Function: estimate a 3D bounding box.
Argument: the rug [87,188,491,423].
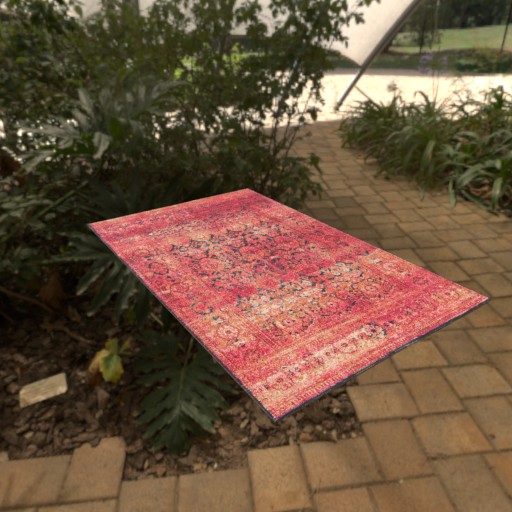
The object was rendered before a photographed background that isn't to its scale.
[{"bbox_3d":[0.000,0.000,3.004,1.539,0.018,2.449,-18,32,-31],"label":"rug"}]
